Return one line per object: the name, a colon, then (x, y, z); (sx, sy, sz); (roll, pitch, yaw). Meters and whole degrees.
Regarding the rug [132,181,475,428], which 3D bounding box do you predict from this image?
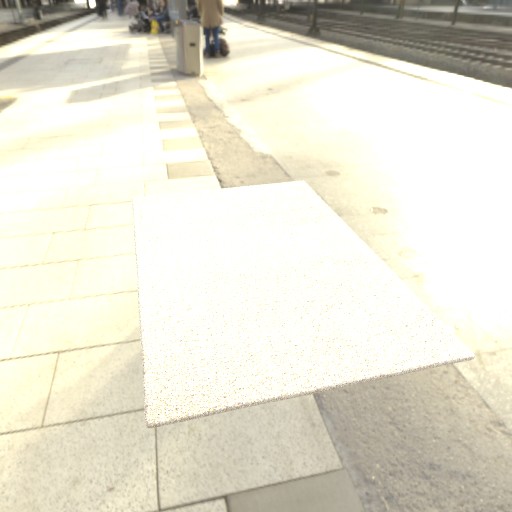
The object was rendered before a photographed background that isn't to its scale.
rug: (0.000, 0.000, 3.375); (1.778, 0.030, 2.743); (-8, 32, -13)
